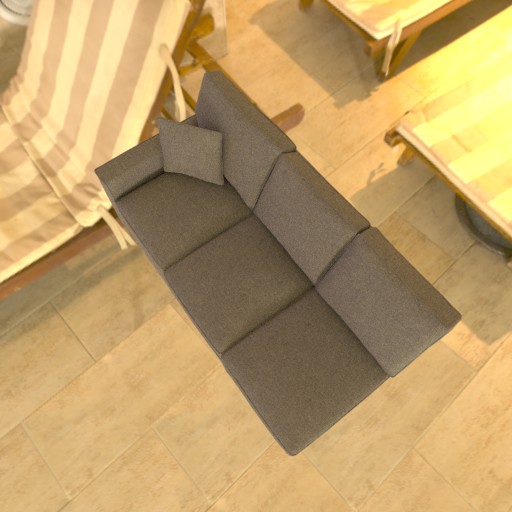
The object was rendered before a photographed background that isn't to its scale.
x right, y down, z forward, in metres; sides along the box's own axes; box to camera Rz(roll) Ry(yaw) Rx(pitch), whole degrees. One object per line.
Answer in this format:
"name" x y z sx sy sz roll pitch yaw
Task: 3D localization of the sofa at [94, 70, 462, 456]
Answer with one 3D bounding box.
"sofa" 0.000 0.000 2.590 1.034 0.946 1.963 -34 69 -15
